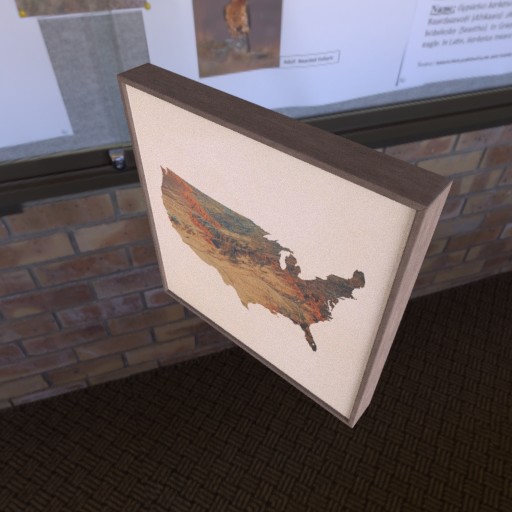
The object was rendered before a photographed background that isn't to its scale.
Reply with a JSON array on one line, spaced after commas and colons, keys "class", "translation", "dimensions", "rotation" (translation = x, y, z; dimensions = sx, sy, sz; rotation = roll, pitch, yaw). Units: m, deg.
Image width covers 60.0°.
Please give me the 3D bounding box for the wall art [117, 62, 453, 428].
[{"class": "wall art", "translation": [0.000, 0.000, 0.452], "dimensions": [0.303, 0.302, 0.038], "rotation": [31, 52, 27]}]
